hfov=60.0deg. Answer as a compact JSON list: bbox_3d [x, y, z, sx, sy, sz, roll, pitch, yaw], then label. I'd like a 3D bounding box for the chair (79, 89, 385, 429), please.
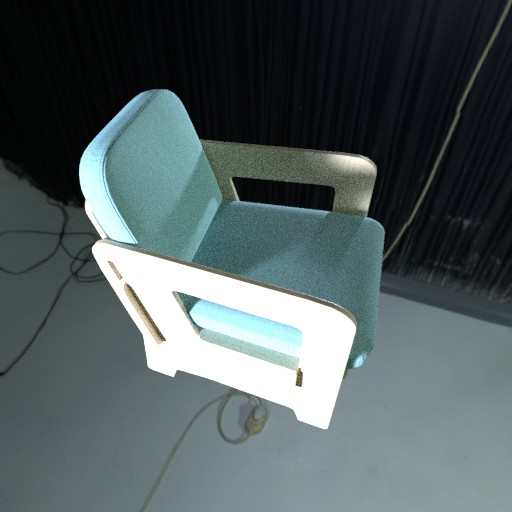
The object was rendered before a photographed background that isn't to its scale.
[{"bbox_3d":[0.000,0.000,1.278,0.710,0.800,0.590,11,47,10],"label":"chair"}]
